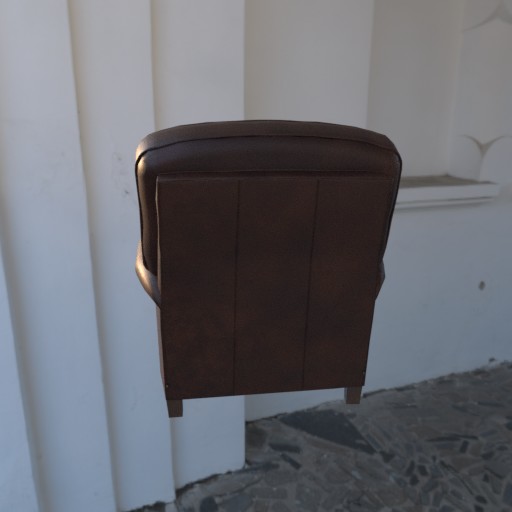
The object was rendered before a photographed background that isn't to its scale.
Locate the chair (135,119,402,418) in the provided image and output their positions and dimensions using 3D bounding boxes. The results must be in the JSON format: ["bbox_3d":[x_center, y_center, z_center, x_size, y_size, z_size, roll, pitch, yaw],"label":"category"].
[{"bbox_3d":[0.000,0.000,1.795,0.936,1.018,0.986,-2,14,-7],"label":"chair"}]
